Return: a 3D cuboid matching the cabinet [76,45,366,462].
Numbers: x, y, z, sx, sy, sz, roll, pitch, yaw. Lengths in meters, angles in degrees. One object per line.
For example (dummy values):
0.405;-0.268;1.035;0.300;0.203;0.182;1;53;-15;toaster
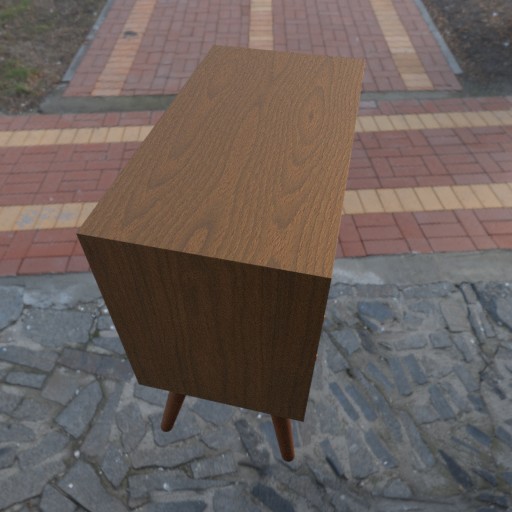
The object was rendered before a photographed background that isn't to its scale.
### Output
0.000;0.000;1.142;0.388;0.748;0.712;10;48;9;cabinet
